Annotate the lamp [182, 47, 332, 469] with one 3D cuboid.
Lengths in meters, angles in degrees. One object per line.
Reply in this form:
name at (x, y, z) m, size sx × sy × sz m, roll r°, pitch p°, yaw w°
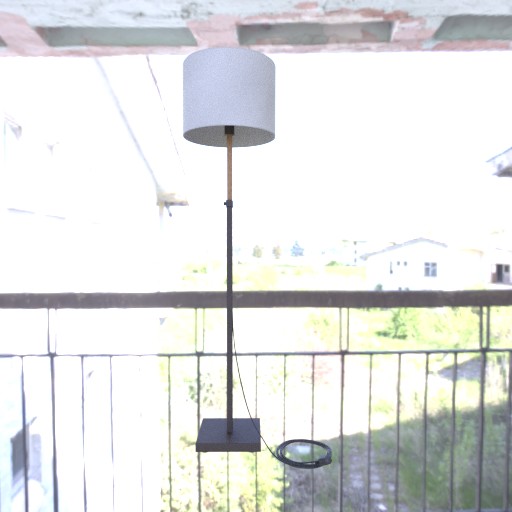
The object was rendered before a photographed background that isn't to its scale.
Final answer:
lamp at (0.000, 0.000, 1.927) m, size 0.639 × 1.650 × 0.474 m, roll 0°, pitch 1°, yaw 0°
